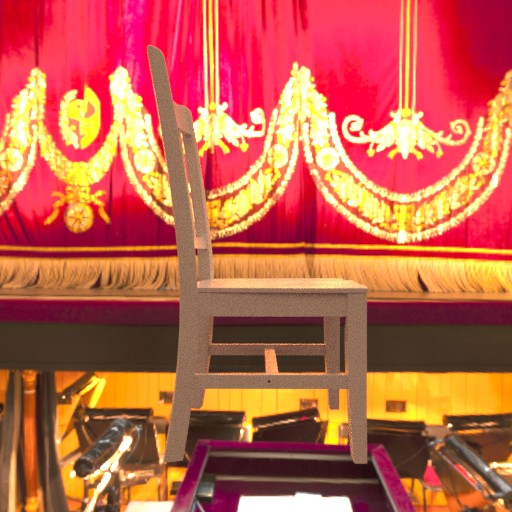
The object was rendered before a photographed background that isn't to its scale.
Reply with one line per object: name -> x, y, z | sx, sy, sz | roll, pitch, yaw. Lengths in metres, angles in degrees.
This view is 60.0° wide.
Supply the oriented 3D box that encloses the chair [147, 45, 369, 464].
chair -> 0.000, 0.000, 1.269 | 0.555, 0.998, 0.450 | 0, 0, 0
